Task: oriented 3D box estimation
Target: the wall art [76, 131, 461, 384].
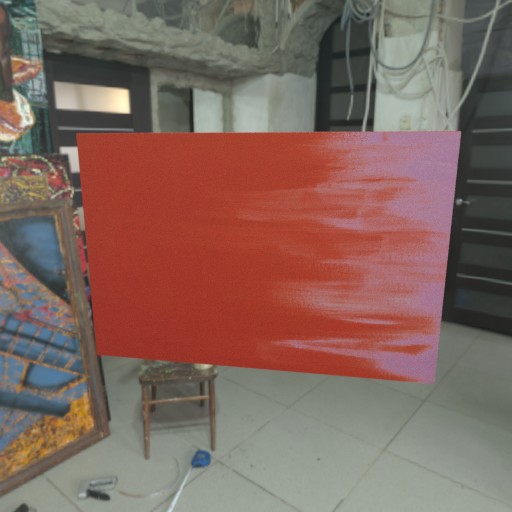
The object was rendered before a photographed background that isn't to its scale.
[{"bbox_3d":[0.000,0.000,0.755,0.607,0.405,0.033,2,14,10],"label":"wall art"}]
